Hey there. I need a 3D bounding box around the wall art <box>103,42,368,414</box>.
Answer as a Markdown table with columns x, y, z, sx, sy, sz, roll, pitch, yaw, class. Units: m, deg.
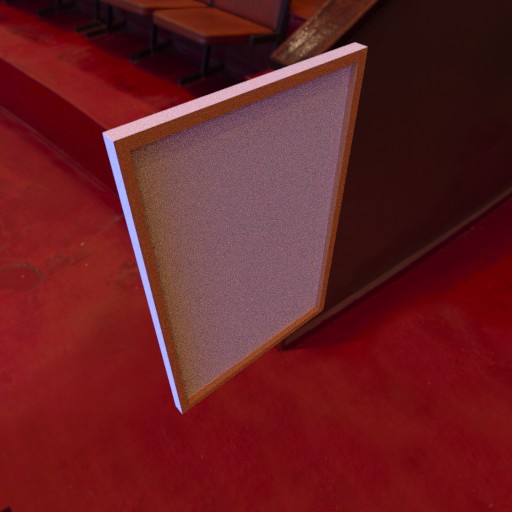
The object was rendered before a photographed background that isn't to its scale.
| x | y | z | sx | sy | sz | roll | pitch | yaw | class |
| --- | --- | --- | --- | --- | --- | --- | --- | --- | --- |
| 0.000 | 0.000 | 1.155 | 0.610 | 0.916 | 0.037 | -31 | 52 | -27 | wall art |
